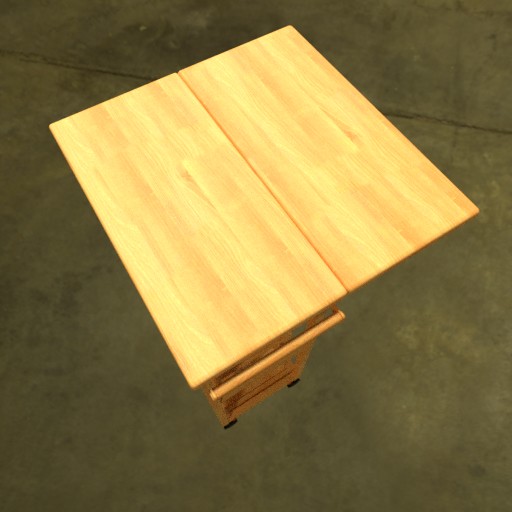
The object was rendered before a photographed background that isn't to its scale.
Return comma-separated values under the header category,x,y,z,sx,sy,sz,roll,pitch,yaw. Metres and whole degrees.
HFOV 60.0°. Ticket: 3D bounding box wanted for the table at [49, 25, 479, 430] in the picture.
category,x,y,z,sx,sy,sz,roll,pitch,yaw
table,0.000,0.000,1.352,0.693,0.832,0.752,-29,66,-14
